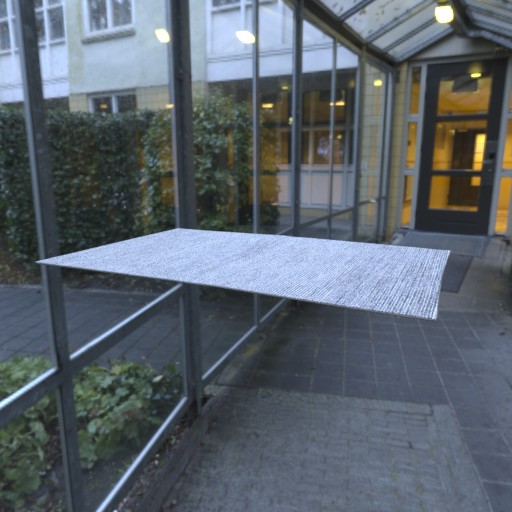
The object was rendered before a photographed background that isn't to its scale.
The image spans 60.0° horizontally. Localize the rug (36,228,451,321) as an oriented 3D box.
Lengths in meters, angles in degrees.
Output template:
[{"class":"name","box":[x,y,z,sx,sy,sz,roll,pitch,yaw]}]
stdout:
[{"class":"rug","box":[0.000,0.000,2.247,1.789,0.021,1.159,6,14,25]}]
